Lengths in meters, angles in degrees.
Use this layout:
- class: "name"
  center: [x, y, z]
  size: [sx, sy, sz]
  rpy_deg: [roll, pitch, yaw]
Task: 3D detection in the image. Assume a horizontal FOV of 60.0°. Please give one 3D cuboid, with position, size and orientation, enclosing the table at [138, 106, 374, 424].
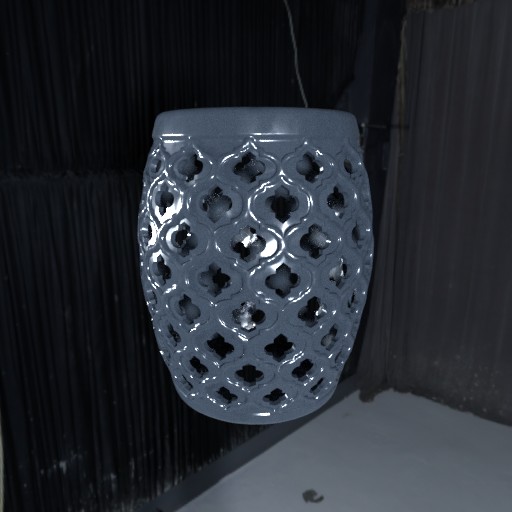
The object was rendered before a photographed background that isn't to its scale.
- class: "table"
  center: [0.000, 0.000, 0.637]
  size: [0.325, 0.388, 0.325]
  rpy_deg: [0, 14, 0]
